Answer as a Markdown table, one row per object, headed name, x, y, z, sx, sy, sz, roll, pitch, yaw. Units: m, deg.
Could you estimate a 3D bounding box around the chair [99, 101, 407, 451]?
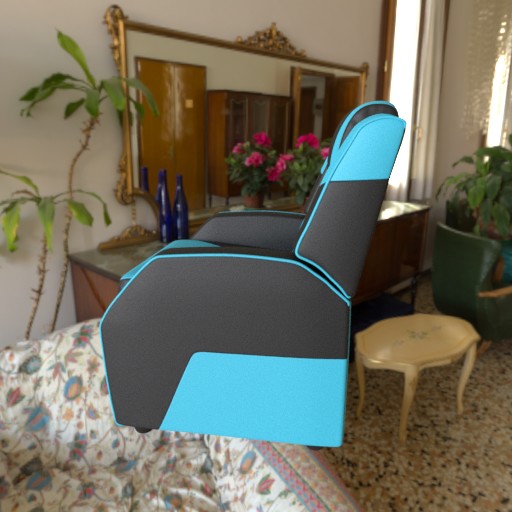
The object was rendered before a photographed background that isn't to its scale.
| name | x | y | z | sx | sy | sz | roll | pitch | yaw |
| --- | --- | --- | --- | --- | --- | --- | --- | --- | --- |
| chair | 0.000 | 0.000 | 1.256 | 0.672 | 0.805 | 0.620 | 2 | 15 | 8 |
